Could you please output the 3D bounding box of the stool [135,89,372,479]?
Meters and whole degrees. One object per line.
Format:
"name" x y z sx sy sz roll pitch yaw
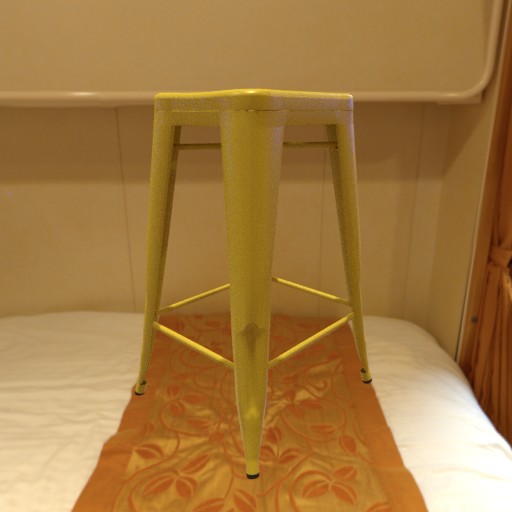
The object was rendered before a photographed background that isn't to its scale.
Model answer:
"stool" 0.000 0.000 0.884 0.359 0.609 0.399 16 24 40
